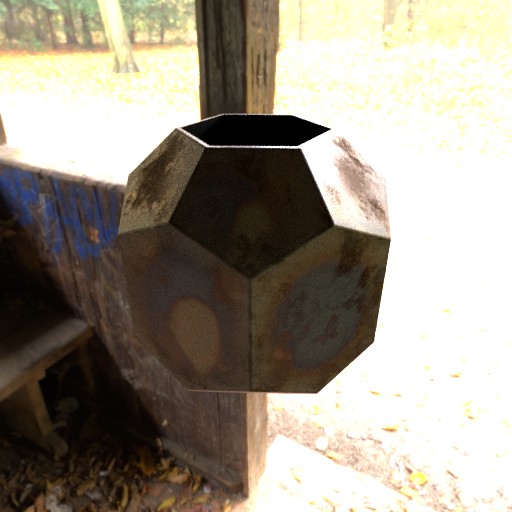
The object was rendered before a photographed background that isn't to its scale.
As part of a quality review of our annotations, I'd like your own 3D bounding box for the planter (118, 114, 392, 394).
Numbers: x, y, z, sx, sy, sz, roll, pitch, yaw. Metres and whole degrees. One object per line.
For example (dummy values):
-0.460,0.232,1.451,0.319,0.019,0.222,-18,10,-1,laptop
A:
0.000,0.000,0.418,0.221,0.238,0.243,1,29,2,planter
